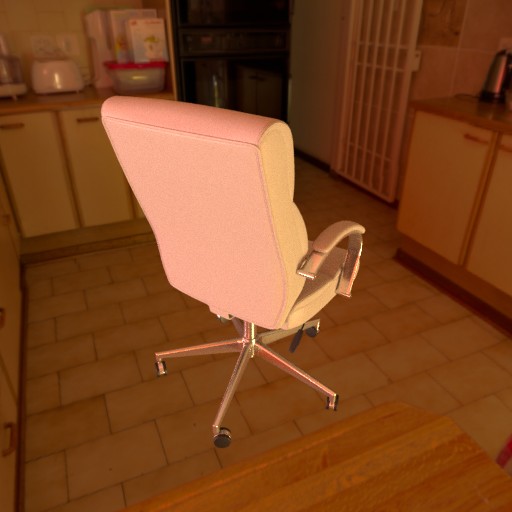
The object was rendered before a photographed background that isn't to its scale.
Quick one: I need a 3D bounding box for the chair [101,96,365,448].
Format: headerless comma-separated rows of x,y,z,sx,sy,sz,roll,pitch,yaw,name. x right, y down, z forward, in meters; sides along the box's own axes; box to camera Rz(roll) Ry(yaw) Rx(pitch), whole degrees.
0.000,0.000,1.551,0.727,1.099,0.745,19,34,31,chair
